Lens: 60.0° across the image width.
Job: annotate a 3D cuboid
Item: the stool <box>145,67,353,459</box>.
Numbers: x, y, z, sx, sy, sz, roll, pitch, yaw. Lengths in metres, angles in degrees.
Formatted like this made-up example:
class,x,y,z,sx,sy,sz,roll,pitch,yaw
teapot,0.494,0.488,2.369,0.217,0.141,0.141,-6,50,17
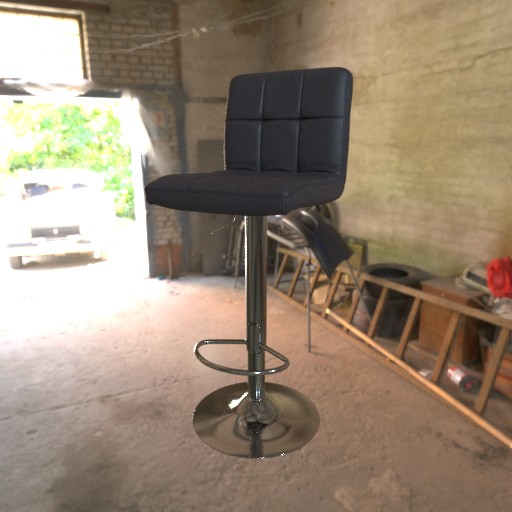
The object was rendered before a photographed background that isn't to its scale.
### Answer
class,x,y,z,sx,sy,sz,roll,pitch,yaw
stool,0.000,0.000,1.352,0.430,1.115,0.505,7,16,26
